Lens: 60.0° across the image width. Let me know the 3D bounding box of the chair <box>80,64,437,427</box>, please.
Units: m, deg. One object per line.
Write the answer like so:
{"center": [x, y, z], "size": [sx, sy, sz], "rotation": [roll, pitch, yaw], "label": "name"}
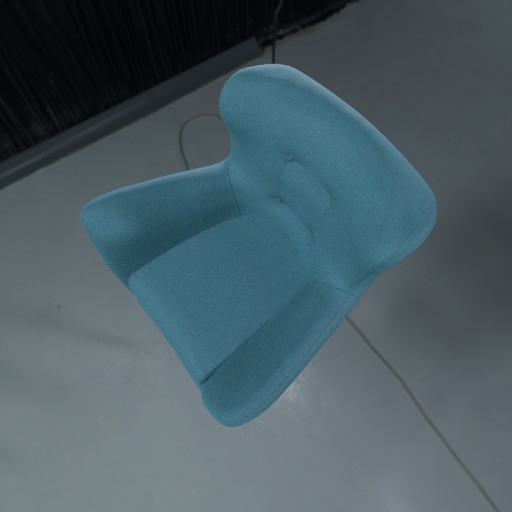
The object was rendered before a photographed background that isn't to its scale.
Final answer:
{"center": [0.000, 0.000, 1.603], "size": [0.889, 0.889, 0.890], "rotation": [-35, 70, -15], "label": "chair"}
